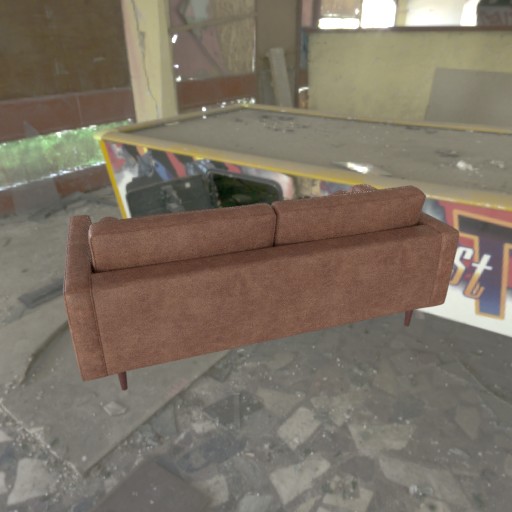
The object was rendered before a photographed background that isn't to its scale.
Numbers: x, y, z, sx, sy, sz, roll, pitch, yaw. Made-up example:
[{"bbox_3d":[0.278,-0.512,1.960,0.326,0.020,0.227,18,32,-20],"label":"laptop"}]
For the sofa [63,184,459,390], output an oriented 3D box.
[{"bbox_3d":[0.000,0.000,2.394,1.870,0.760,0.910,-9,28,-17],"label":"sofa"}]
